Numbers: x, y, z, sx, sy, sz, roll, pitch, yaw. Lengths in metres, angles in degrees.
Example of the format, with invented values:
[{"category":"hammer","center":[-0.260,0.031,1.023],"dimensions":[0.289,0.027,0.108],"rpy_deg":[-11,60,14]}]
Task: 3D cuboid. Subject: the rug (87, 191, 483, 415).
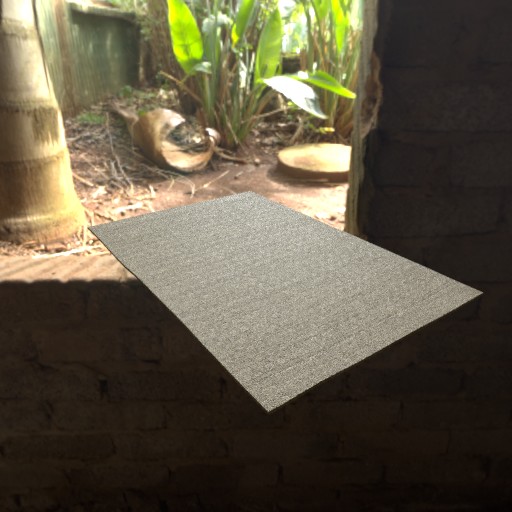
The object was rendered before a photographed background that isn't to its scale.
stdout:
[{"category":"rug","center":[0.000,0.000,2.944],"dimensions":[1.532,0.018,2.297],"rpy_deg":[-18,31,-32]}]
